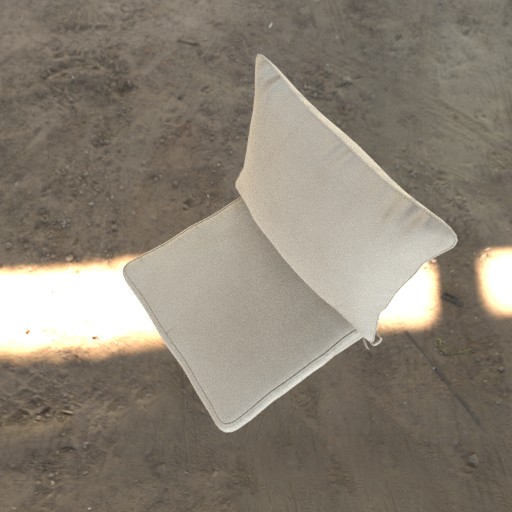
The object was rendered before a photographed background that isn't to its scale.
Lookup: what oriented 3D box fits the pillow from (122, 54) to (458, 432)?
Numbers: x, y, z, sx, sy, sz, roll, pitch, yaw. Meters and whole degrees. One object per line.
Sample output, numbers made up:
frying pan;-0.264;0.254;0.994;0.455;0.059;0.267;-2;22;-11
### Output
pillow;0.000;0.000;1.359;0.733;0.716;0.798;-32;67;-16
